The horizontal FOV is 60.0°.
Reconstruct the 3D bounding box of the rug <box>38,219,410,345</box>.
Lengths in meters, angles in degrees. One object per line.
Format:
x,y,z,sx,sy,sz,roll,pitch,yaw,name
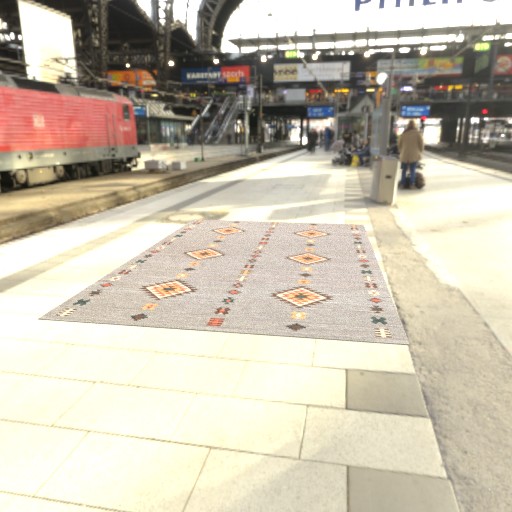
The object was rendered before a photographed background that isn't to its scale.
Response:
0.000,0.000,2.279,1.217,0.005,1.818,2,16,9,rug
